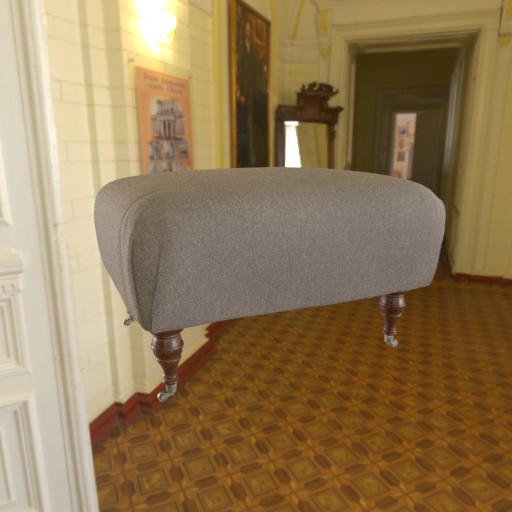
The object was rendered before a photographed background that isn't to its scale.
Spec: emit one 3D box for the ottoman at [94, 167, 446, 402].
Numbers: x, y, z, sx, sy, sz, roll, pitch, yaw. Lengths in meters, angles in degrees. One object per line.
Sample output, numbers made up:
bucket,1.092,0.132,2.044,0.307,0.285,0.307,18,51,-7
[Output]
ottoman,0.000,0.000,1.155,0.747,0.450,0.622,-6,15,-24
